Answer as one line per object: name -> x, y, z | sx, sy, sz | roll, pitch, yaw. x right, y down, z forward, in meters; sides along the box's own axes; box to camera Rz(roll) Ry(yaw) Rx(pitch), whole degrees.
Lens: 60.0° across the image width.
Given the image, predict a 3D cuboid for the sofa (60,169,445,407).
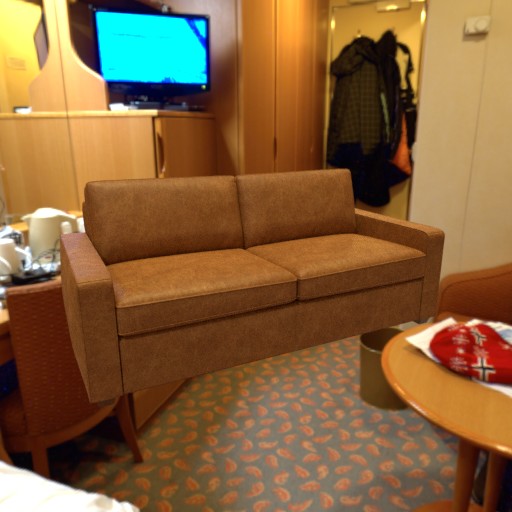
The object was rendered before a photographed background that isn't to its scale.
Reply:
sofa -> 0.000, 0.000, 2.673 | 2.156, 0.928, 0.991 | -8, 18, -26
